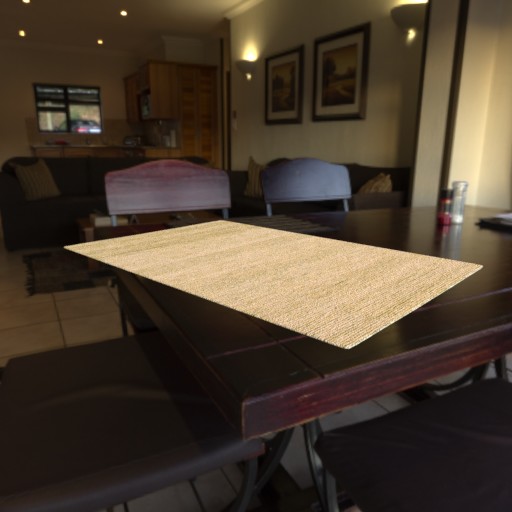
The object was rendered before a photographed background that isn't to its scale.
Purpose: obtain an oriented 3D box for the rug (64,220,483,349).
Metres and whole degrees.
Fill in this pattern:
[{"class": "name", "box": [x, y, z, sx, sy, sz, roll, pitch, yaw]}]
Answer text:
[{"class": "rug", "box": [0.000, 0.000, 2.179, 1.758, 0.010, 1.143, 13, 19, 42]}]
